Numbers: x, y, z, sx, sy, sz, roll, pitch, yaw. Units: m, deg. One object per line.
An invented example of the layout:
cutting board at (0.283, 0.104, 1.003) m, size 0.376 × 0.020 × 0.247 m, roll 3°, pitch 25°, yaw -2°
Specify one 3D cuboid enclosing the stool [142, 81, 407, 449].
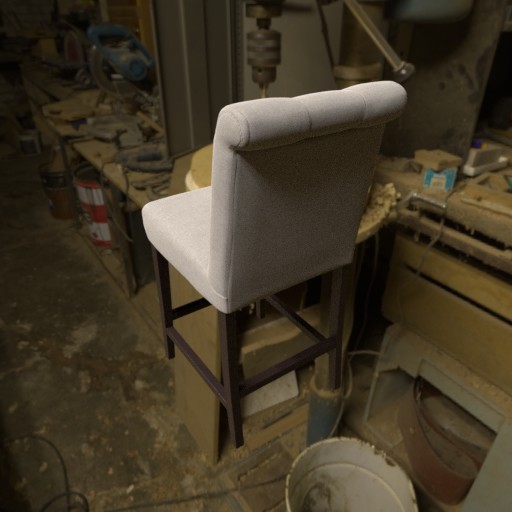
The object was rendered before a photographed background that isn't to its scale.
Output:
stool at (0.000, 0.000, 1.357) m, size 0.493 × 1.040 × 0.601 m, roll -20°, pitch 36°, yaw -29°
